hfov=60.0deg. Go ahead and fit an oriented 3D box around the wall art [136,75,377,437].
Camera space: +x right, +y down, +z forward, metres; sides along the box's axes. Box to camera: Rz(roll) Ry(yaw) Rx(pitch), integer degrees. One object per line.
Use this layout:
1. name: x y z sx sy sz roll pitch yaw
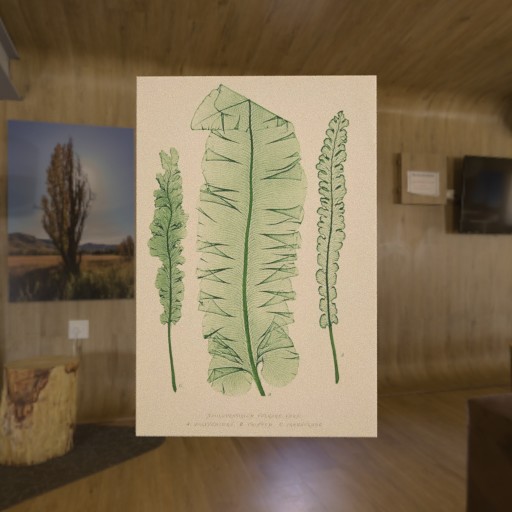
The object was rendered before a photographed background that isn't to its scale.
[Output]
1. wall art: 0.000 0.000 1.143 0.610 0.914 0.038 0 0 1
